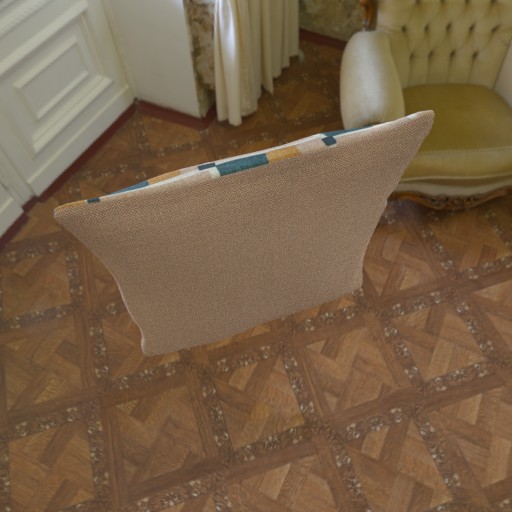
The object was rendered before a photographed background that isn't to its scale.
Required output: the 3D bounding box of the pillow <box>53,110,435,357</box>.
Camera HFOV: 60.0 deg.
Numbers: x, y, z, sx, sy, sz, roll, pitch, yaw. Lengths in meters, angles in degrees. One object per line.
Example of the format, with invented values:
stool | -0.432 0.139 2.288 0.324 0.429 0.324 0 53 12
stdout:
pillow | 0.000 0.000 0.729 0.478 0.479 0.158 -17 60 -10
